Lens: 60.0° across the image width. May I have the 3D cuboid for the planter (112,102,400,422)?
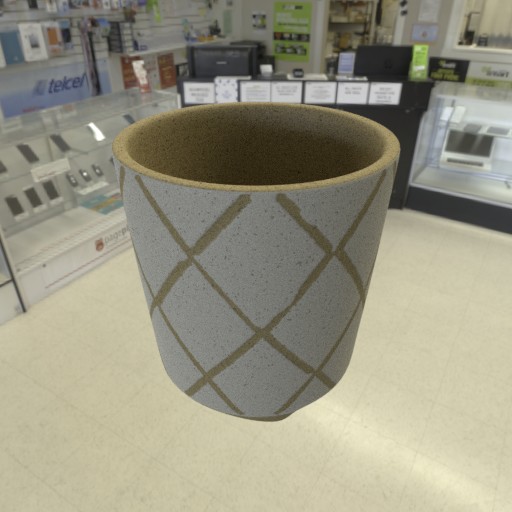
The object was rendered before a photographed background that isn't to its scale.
[{"bbox_3d":[0.000,0.000,0.423,0.228,0.235,0.228,0,32,0],"label":"planter"}]
